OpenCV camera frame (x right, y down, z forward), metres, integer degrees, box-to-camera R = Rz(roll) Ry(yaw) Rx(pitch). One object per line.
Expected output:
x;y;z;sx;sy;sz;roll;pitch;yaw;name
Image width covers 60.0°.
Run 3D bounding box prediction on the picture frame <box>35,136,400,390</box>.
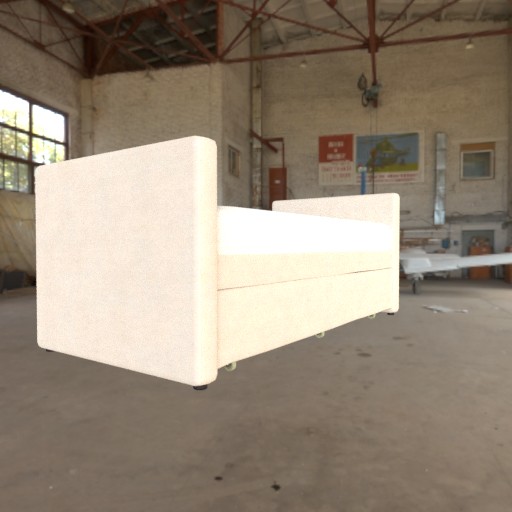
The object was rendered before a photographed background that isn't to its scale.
0.000;0.000;2.696;1.069;0.891;2.161;1;2;35;picture frame
